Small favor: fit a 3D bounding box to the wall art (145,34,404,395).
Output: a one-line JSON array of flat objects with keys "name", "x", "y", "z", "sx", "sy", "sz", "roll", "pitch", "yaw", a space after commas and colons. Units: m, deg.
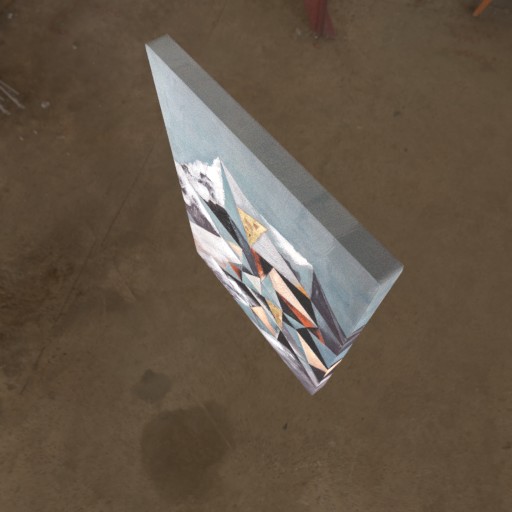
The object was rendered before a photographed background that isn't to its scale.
[{"name": "wall art", "x": 0.000, "y": 0.000, "z": 0.799, "sx": 0.037, "sy": 0.613, "sz": 0.455, "roll": -34, "pitch": 68, "yaw": -16}]
